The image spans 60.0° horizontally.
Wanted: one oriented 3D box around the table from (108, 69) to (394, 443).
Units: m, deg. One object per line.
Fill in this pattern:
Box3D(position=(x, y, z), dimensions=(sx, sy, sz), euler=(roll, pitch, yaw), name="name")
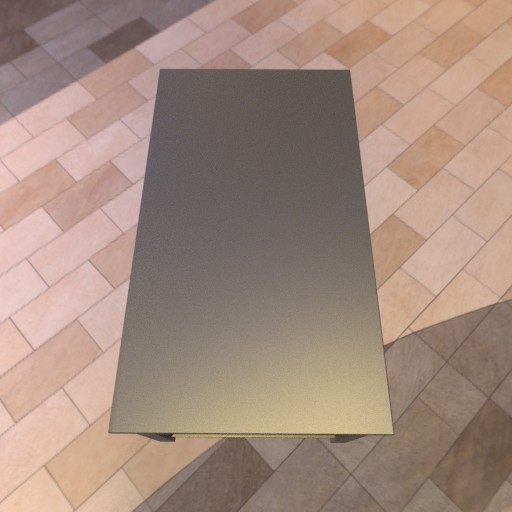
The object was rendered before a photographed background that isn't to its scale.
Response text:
Box3D(position=(0.000, 0.000, 1.381), dimensions=(0.612, 0.493, 1.068), euler=(0, 64, 0), name="table")
